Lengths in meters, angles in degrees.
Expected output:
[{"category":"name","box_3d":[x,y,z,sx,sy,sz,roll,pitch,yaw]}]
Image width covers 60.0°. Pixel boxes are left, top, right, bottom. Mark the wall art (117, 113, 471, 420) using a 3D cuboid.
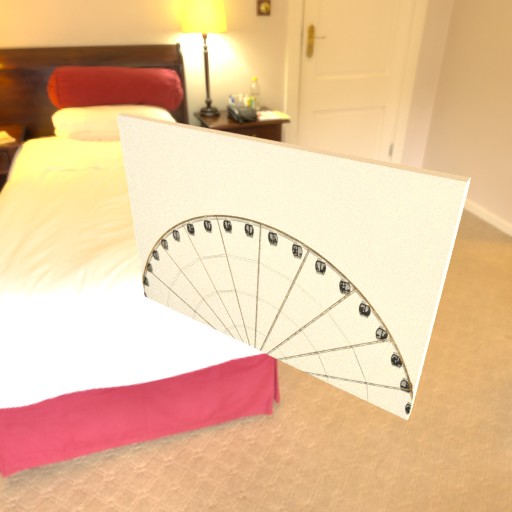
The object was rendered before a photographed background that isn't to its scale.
[{"category":"wall art","box_3d":[0.000,0.000,1.452,1.144,0.767,0.038,19,35,29]}]
